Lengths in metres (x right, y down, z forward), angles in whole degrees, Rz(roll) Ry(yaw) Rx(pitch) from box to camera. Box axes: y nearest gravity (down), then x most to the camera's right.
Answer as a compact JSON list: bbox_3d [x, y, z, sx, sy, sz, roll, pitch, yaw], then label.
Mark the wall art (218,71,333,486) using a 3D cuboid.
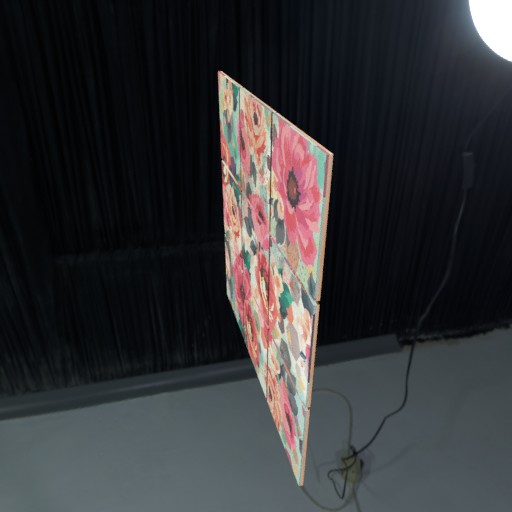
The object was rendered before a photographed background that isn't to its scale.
[{"bbox_3d":[0.000,0.000,1.332,0.012,0.910,0.911,-8,32,-13],"label":"wall art"}]
